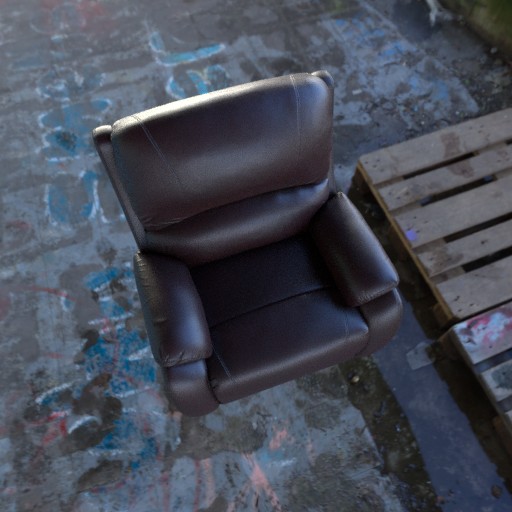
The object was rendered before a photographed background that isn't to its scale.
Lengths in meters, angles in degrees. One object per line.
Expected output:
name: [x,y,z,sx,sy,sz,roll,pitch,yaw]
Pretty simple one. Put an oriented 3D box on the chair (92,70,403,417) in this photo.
chair: [0.000,0.000,1.716,0.930,1.011,0.899,-17,65,-9]
